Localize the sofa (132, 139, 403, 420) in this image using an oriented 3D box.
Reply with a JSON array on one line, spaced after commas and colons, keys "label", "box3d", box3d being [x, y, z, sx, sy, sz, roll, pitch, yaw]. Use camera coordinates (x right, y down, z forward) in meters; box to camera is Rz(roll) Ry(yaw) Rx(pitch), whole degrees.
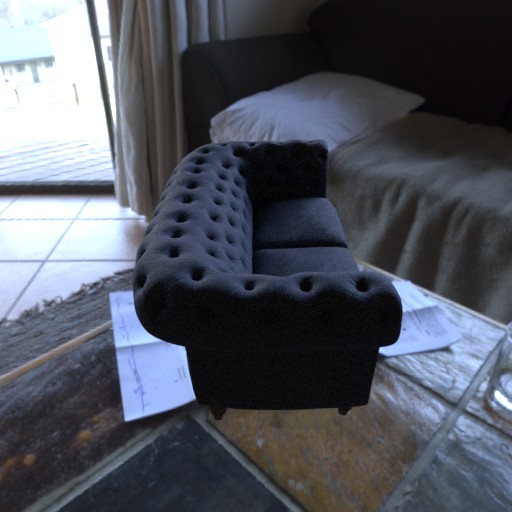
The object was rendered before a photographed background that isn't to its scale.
[{"label": "sofa", "box3d": [0.000, 0.000, 2.516, 1.082, 0.833, 1.988, 0, 31, 0]}]
